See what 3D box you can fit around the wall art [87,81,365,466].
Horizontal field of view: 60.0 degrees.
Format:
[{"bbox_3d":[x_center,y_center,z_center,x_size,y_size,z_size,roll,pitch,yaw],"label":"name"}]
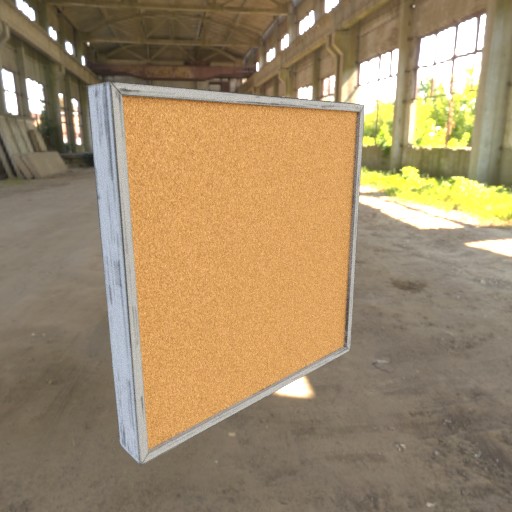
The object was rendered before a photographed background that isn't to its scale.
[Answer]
[{"bbox_3d":[0.000,0.000,0.448,0.303,0.303,0.036,-14,20,-42],"label":"wall art"}]
